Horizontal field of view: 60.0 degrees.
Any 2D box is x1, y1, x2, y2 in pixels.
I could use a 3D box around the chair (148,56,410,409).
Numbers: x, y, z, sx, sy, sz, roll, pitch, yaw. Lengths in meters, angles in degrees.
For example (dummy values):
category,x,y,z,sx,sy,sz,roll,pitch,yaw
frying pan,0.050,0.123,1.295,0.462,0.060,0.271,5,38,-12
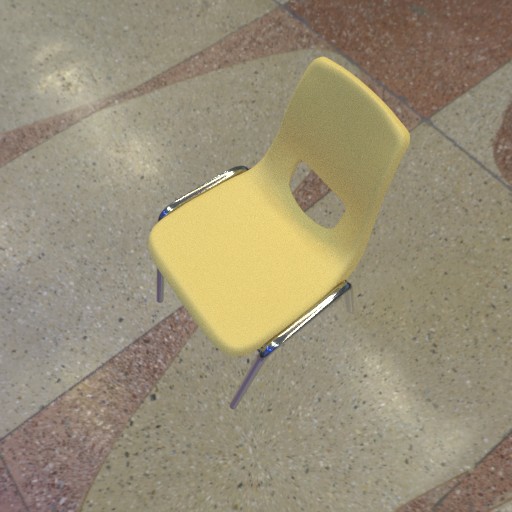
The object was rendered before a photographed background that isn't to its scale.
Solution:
category,x,y,z,sx,sy,sz,roll,pitch,yaw
chair,0.000,0.000,0.945,0.436,0.704,0.381,-34,70,-14
